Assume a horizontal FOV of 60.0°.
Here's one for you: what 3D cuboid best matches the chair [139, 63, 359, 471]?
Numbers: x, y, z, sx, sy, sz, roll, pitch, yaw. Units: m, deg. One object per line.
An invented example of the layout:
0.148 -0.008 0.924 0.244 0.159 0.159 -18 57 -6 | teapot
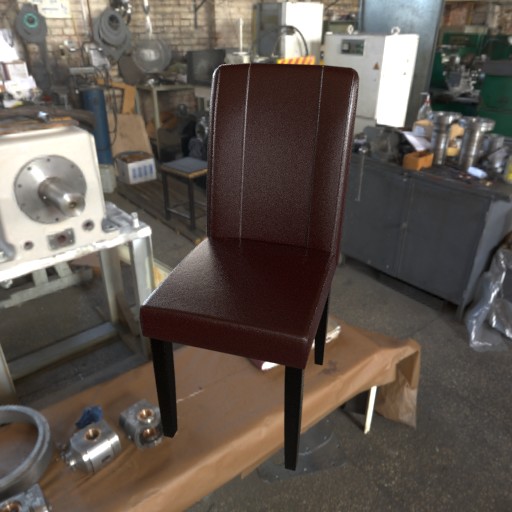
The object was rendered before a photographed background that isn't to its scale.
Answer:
0.000 0.000 1.164 0.399 0.897 0.556 8 28 15 | chair
